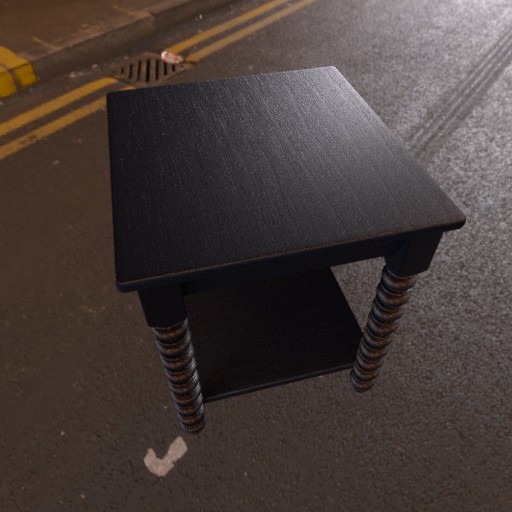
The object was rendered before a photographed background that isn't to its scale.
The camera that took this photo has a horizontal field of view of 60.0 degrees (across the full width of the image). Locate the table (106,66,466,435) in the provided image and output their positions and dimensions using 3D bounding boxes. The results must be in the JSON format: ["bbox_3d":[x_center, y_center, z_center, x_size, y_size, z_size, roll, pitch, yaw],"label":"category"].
[{"bbox_3d":[0.000,0.000,0.978,0.500,0.567,0.533,-11,47,-10],"label":"table"}]
